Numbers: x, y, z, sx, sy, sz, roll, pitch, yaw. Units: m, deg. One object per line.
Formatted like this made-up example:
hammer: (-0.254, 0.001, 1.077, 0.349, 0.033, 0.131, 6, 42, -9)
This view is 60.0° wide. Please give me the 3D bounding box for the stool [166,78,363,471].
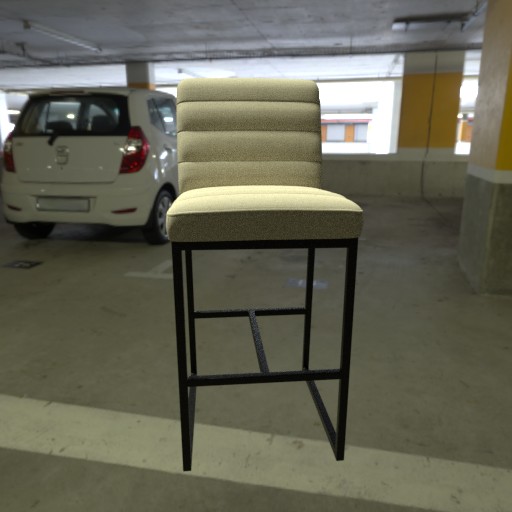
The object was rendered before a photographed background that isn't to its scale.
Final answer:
stool: (0.000, 0.000, 1.309, 0.460, 1.040, 0.560, -1, 15, -5)
